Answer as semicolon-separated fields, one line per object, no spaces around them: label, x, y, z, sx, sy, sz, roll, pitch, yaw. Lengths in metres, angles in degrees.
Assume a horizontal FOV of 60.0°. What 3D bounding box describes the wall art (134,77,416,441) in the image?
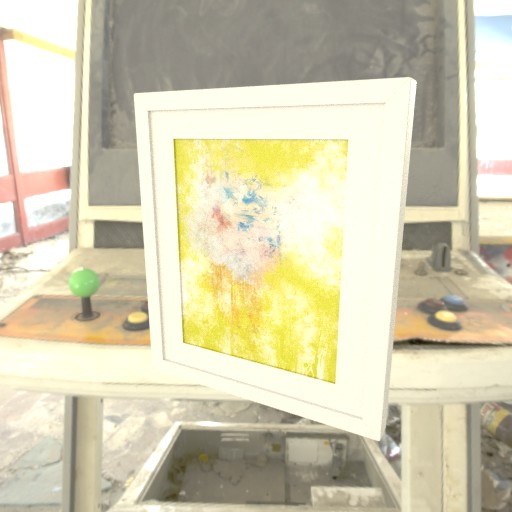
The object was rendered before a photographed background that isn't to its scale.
wall art;0.000;0.000;0.533;0.331;0.381;0.028;8;17;28
